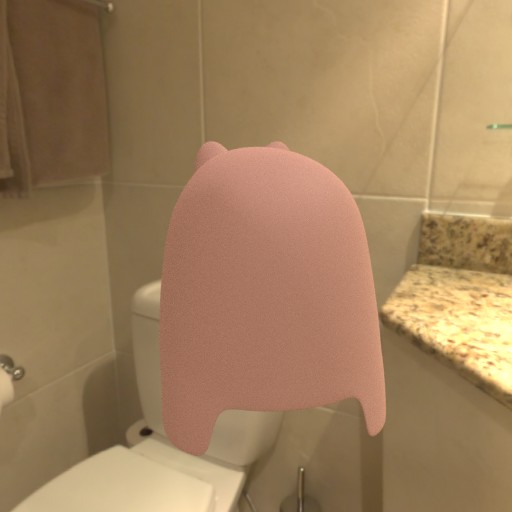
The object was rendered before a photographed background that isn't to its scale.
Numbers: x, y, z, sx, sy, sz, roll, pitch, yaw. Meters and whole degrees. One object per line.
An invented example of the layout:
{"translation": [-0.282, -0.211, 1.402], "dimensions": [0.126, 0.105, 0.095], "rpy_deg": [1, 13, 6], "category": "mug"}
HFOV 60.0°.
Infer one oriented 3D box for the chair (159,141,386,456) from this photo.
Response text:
{"translation": [0.000, 0.000, 0.841], "dimensions": [0.364, 0.423, 0.619], "rpy_deg": [-2, 14, -9], "category": "chair"}
